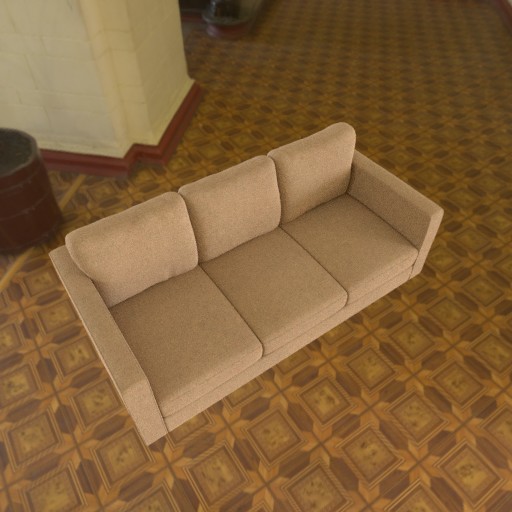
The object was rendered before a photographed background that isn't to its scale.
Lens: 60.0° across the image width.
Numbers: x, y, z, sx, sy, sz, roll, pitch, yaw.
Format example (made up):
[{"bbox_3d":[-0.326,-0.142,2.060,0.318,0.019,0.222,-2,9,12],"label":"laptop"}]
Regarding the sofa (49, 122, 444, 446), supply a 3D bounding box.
[{"bbox_3d":[0.000,0.000,2.408,1.855,0.800,0.930,-27,53,-23],"label":"sofa"}]
